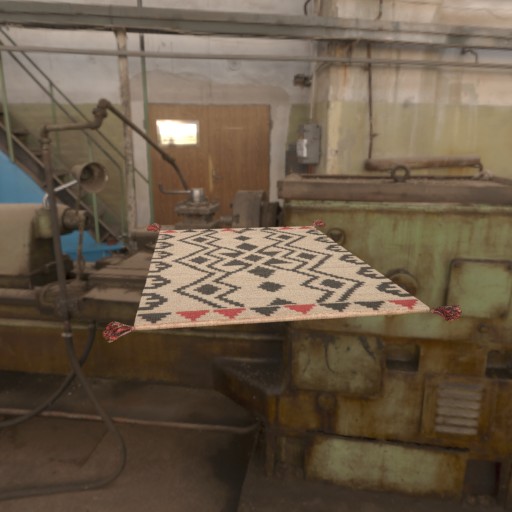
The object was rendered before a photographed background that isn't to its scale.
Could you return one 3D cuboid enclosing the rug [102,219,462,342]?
[{"bbox_3d":[0.000,0.000,2.649,1.444,0.067,2.069,-2,15,-8],"label":"rug"}]
